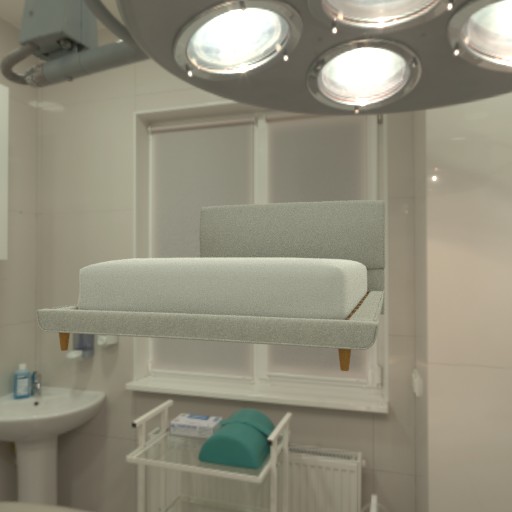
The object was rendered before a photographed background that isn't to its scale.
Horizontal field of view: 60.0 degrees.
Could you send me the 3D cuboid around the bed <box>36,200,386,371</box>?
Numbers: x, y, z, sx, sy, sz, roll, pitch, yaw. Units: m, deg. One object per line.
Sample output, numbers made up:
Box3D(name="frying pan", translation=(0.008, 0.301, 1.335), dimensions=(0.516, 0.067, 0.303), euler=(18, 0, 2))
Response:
Box3D(name="bed", translation=(0.000, 0.000, 3.323), dimensions=(1.840, 1.067, 2.368), euler=(0, -1, 17))
